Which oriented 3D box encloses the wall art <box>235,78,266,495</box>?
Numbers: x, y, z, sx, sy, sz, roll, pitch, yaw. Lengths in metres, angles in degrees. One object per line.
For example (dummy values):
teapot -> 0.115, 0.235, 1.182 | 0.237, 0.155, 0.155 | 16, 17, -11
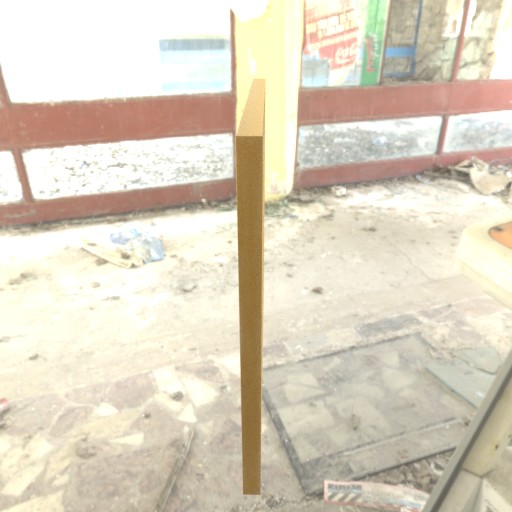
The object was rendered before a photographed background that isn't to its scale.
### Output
wall art -> 0.000, 0.000, 1.115 | 0.037, 0.760, 0.762 | 1, 27, 1
